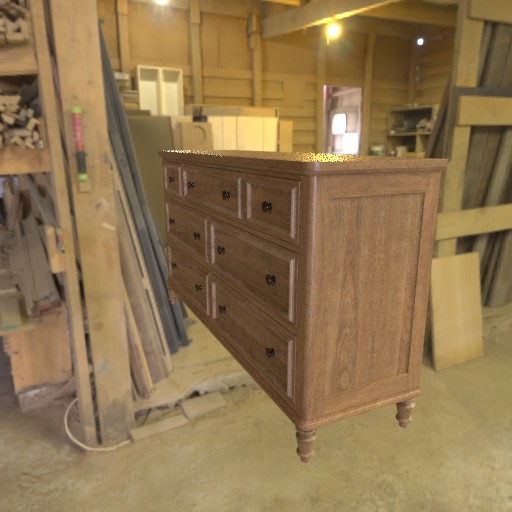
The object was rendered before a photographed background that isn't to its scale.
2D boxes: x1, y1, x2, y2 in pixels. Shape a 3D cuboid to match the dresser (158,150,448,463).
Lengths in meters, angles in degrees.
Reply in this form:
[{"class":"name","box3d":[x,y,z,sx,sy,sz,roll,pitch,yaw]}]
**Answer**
[{"class":"dresser","box3d":[0.000,0.000,1.978,0.468,0.892,1.583,-7,16,-25]}]
